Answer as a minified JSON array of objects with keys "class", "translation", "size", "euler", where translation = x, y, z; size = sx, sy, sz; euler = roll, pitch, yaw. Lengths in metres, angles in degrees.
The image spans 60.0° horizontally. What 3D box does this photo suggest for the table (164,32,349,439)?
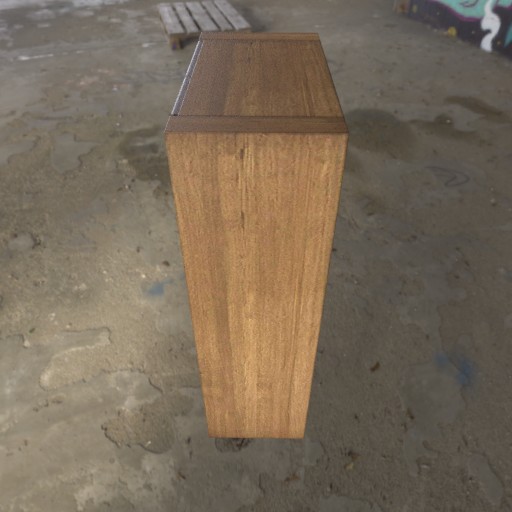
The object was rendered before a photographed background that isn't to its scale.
[{"class":"table","translation":[0.000,0.000,2.458],"size":[0.600,2.000,1.100],"euler":[1,41,1]}]
